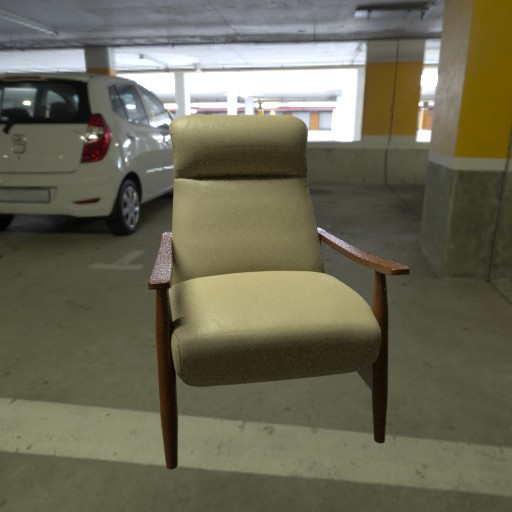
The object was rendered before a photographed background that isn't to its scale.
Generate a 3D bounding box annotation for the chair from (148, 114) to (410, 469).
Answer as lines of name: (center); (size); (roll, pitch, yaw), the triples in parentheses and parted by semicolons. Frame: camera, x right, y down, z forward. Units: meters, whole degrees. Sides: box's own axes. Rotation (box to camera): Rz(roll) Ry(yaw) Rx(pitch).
chair: (0.000, 0.000, 1.748); (0.762, 1.082, 1.014); (-3, 17, -9)
